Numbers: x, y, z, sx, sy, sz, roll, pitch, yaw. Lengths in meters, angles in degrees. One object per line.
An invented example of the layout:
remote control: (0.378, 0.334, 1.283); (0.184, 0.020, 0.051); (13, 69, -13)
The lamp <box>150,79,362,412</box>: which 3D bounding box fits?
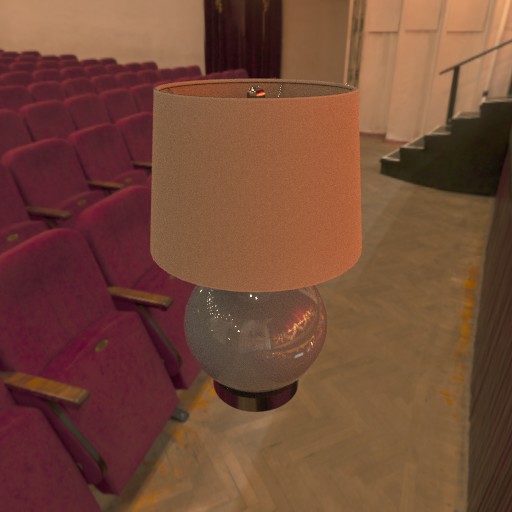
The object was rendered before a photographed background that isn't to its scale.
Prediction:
lamp: (0.000, 0.000, 0.538); (0.247, 0.387, 0.247); (0, 26, 0)
